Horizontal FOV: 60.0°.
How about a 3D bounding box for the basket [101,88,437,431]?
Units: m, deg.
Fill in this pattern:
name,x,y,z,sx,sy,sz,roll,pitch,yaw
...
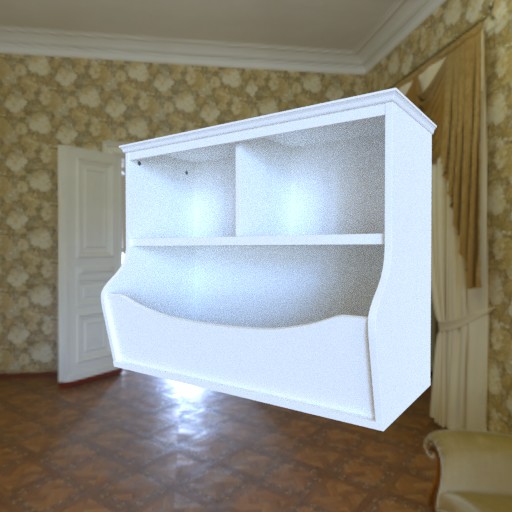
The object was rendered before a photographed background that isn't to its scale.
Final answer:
name,x,y,z,sx,sy,sz,roll,pitch,yaw
basket,0.000,0.000,1.139,0.792,0.625,0.376,1,1,35
